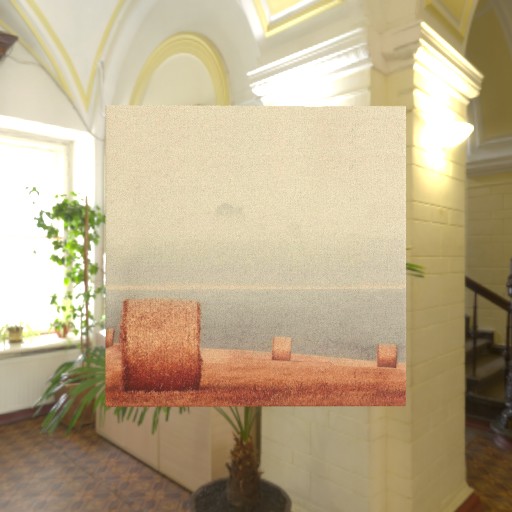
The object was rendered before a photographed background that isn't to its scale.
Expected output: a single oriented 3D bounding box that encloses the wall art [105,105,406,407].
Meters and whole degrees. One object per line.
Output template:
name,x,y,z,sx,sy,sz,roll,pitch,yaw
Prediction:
wall art,0.000,0.000,0.607,0.405,0.405,0.023,0,0,0
